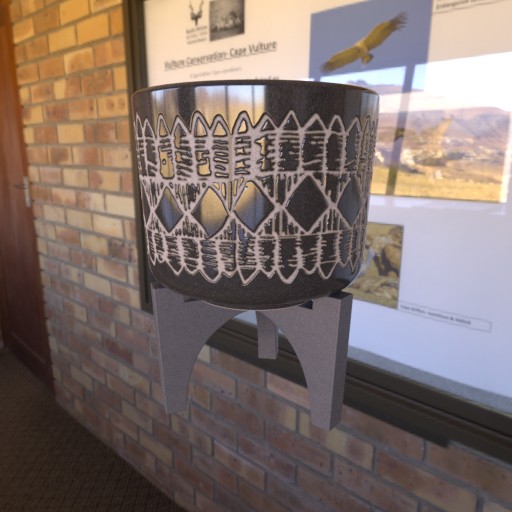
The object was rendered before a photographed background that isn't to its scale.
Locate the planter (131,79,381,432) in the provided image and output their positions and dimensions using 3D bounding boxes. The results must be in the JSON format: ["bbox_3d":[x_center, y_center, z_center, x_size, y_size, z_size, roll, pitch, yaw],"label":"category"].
[{"bbox_3d":[0.000,0.000,0.390,0.196,0.264,0.196,2,14,10],"label":"planter"}]
